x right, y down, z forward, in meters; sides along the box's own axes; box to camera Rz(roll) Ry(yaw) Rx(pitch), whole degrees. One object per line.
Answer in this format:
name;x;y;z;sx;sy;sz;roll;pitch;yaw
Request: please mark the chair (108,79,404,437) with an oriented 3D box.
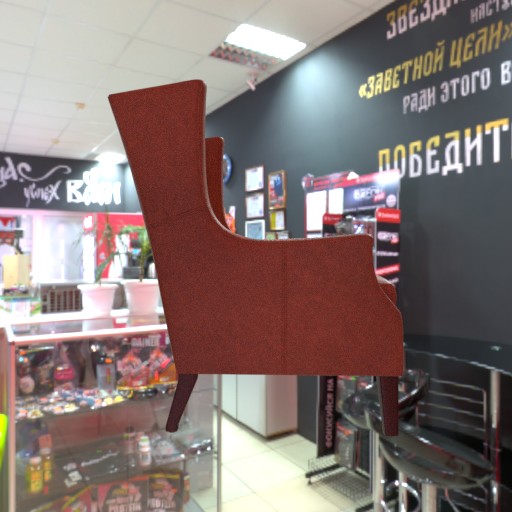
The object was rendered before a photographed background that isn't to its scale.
chair;0.000;0.000;1.710;0.913;1.088;0.815;0;1;0
